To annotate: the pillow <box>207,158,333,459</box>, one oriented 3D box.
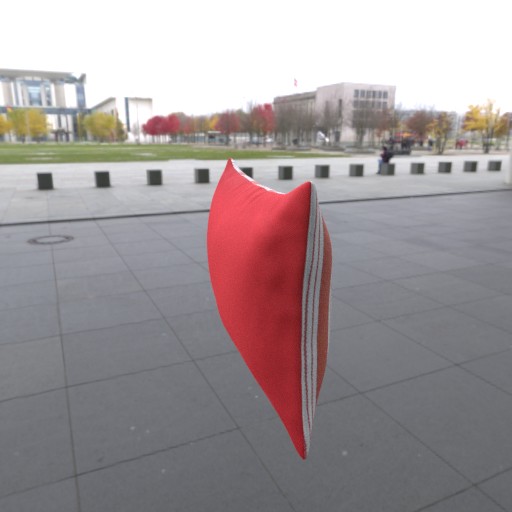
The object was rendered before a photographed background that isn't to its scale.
[{"bbox_3d":[0.000,0.000,0.726,0.151,0.297,0.608,-3,15,-10],"label":"pillow"}]
